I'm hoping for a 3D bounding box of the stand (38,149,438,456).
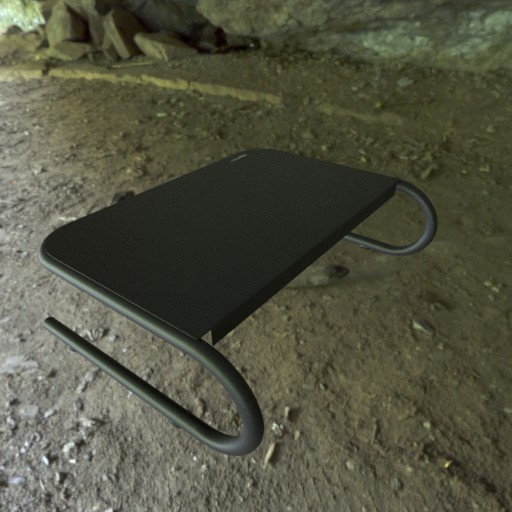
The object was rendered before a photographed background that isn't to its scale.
[{"bbox_3d":[0.000,0.000,0.489,0.280,0.108,0.370,22,38,31],"label":"stand"}]
